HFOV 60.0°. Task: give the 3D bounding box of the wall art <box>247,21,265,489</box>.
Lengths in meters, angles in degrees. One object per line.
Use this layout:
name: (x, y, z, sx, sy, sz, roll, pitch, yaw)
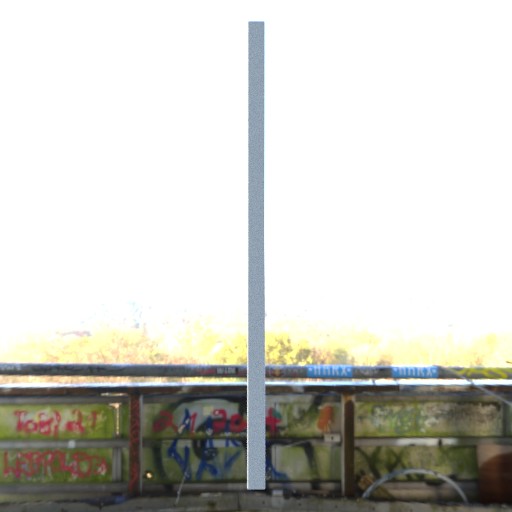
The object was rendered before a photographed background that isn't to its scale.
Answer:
wall art: (0.000, 0.000, 1.610, 0.046, 1.221, 0.914, 0, -1, 0)
